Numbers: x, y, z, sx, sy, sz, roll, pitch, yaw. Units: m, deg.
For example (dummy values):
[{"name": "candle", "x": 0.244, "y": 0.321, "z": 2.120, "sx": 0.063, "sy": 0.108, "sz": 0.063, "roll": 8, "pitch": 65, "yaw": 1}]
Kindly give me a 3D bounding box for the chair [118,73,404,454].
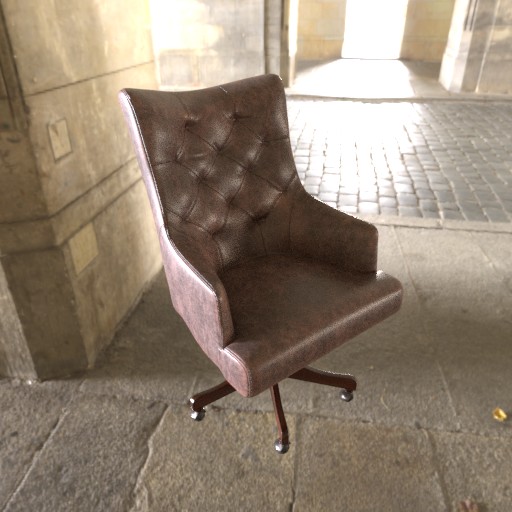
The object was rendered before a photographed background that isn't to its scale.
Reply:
[{"name": "chair", "x": 0.000, "y": 0.000, "z": 1.463, "sx": 0.641, "sy": 1.035, "sz": 0.762, "roll": -21, "pitch": 35, "yaw": -33}]
